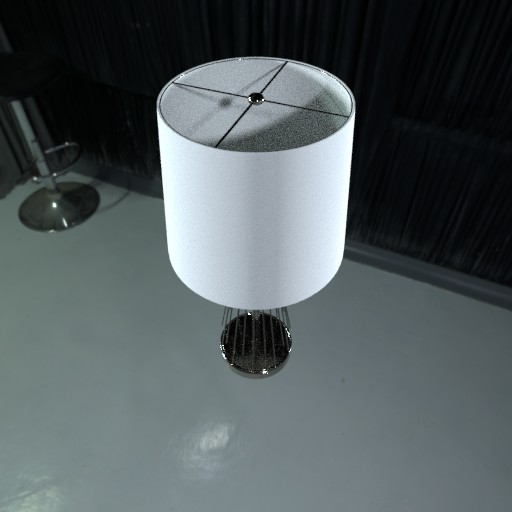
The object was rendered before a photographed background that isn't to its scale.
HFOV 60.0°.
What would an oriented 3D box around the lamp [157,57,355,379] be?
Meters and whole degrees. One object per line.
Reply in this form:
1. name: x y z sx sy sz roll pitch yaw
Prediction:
1. lamp: 0.000 0.000 0.804 0.303 0.618 0.303 0 47 0
